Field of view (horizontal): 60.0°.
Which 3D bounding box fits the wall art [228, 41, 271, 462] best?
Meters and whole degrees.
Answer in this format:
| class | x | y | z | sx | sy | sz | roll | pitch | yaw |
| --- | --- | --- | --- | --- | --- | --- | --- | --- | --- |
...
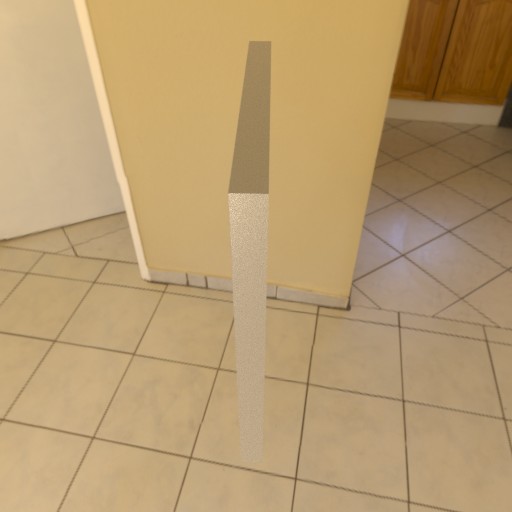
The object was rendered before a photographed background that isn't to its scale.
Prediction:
| class | x | y | z | sx | sy | sz | roll | pitch | yaw |
| --- | --- | --- | --- | --- | --- | --- | --- | --- | --- |
| wall art | 0.000 | 0.000 | 0.753 | 0.037 | 0.554 | 0.453 | 1 | 42 | 1 |
